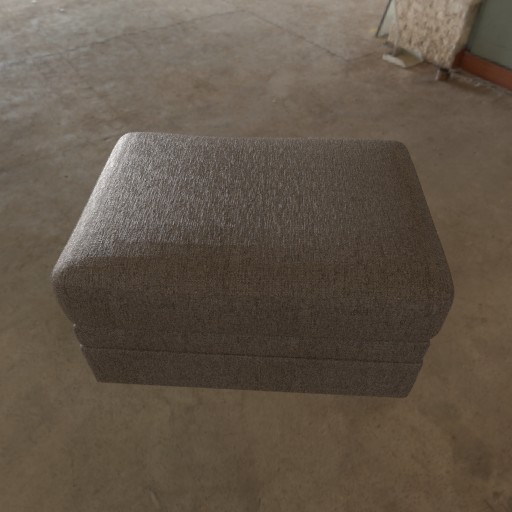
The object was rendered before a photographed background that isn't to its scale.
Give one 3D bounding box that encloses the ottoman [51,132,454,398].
[{"bbox_3d":[0.000,0.000,1.256,0.885,0.478,0.637,2,46,2],"label":"ottoman"}]
